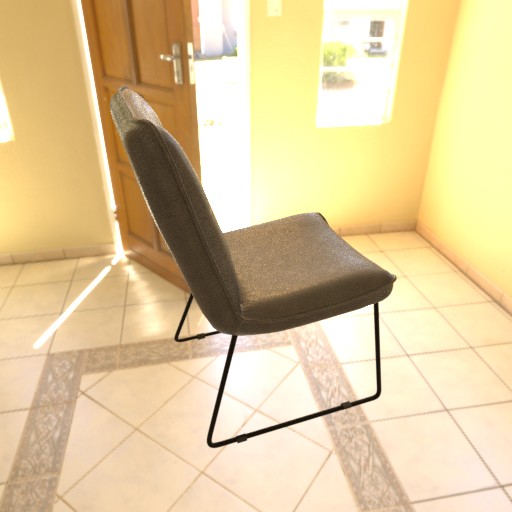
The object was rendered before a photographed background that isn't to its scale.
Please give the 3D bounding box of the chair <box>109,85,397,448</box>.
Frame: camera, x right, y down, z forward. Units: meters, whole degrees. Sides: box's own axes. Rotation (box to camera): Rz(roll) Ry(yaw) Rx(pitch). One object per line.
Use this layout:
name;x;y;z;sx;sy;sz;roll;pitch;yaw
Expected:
chair;0.000;0.000;1.323;0.688;0.932;0.515;-10;31;-17
